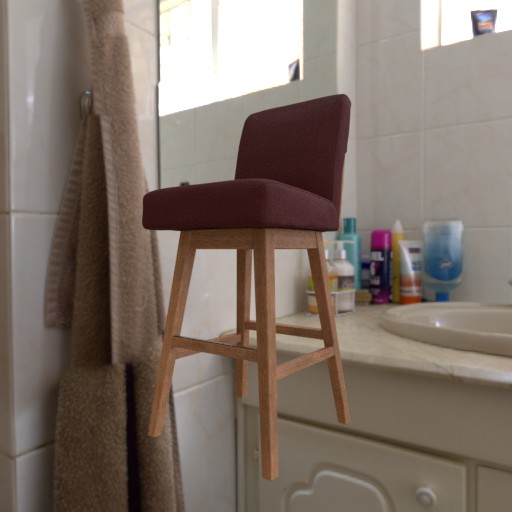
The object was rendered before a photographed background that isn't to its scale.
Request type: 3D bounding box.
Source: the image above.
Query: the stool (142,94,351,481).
[{"bbox_3d":[0.000,0.000,1.408,0.468,1.093,0.562,1,1,36],"label":"stool"}]
